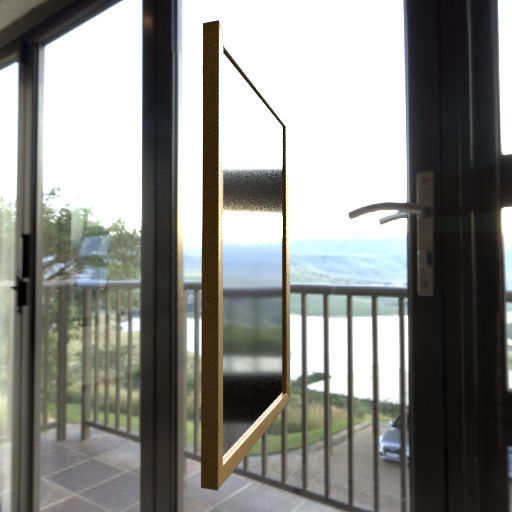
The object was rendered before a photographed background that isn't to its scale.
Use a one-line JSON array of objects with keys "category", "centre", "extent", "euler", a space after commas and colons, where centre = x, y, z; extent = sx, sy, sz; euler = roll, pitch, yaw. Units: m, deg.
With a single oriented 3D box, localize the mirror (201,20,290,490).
[{"category": "mirror", "centre": [0.000, 0.000, 1.156], "extent": [0.040, 0.915, 0.609], "euler": [-1, -2, 18]}]
